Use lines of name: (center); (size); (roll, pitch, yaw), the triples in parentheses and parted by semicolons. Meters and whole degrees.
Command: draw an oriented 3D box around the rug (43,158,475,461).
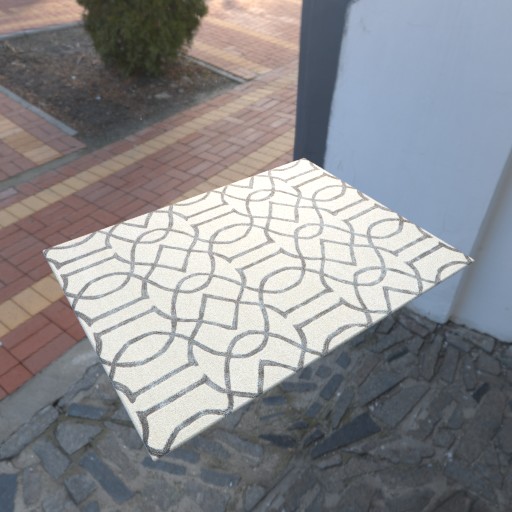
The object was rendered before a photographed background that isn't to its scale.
rug: (0.000, 0.000, 3.736); (2.910, 0.021, 2.211); (-24, 46, -26)
